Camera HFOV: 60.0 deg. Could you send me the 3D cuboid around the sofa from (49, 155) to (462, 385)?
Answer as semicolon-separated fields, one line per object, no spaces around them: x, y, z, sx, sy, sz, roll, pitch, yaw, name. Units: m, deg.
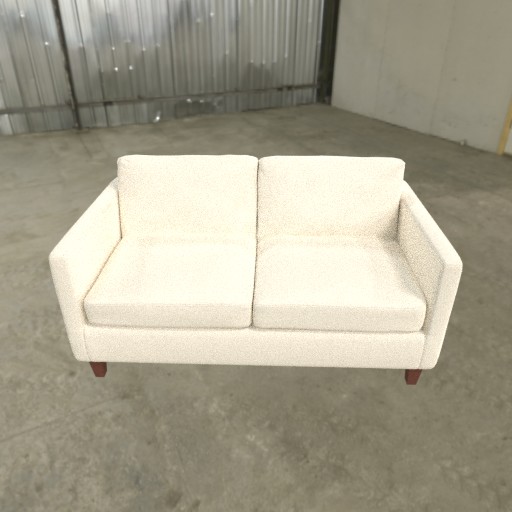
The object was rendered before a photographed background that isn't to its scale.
0.000;0.000;2.281;1.702;0.888;0.964;1;30;2;sofa
